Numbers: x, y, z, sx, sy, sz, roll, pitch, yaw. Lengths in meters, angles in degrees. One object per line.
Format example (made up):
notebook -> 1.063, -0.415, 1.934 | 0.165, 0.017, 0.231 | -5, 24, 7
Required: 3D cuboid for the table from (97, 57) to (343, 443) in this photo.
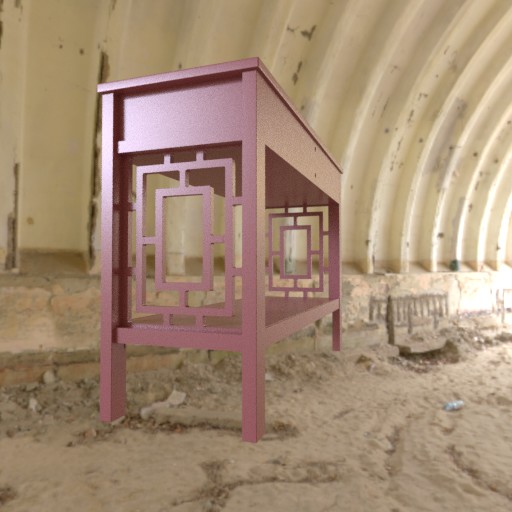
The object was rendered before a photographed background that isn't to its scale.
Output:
table -> 0.000, 0.000, 1.426 | 0.397, 0.753, 1.068 | 0, -1, 20
